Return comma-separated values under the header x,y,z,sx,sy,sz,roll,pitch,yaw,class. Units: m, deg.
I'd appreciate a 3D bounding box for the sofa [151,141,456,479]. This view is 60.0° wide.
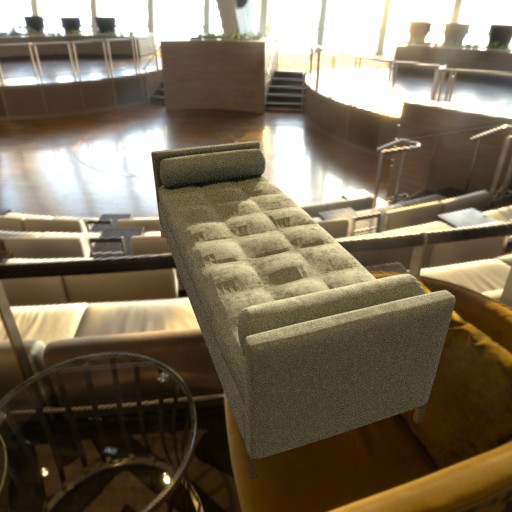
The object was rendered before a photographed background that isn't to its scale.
x,y,z,sx,sy,sz,roll,pitch,yaw,class
0.000,0.000,2.441,0.797,0.657,2.102,-10,32,-17,sofa
